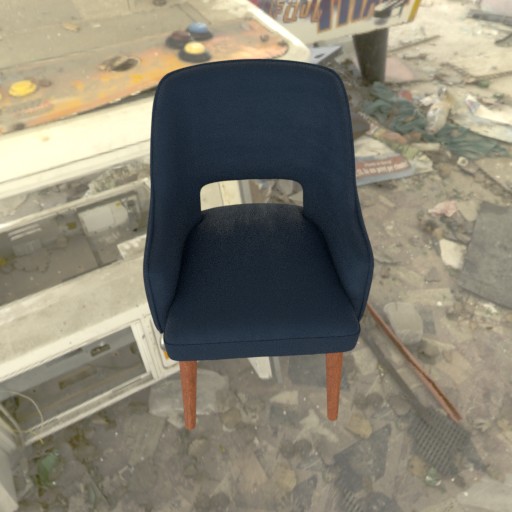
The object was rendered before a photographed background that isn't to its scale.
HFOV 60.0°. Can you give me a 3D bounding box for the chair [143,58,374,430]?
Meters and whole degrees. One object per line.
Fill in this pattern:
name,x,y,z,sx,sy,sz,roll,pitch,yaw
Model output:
chair,0.000,0.000,1.214,0.559,0.844,0.591,-3,46,-3
